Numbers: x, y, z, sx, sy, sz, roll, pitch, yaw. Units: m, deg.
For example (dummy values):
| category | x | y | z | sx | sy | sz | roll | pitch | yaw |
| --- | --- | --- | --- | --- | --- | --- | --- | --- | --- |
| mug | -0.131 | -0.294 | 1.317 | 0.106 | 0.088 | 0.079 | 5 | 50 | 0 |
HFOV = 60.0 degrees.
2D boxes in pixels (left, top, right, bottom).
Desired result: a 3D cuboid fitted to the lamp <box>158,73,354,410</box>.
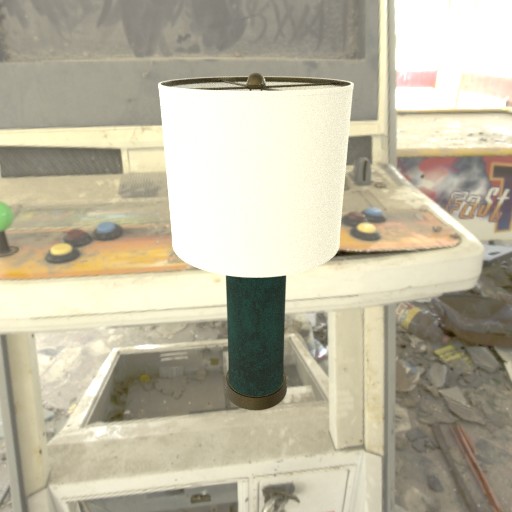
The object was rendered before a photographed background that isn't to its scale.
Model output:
| category | x | y | z | sx | sy | sz | roll | pitch | yaw |
| --- | --- | --- | --- | --- | --- | --- | --- | --- | --- |
| lamp | 0.000 | 0.000 | 0.824 | 0.301 | 0.630 | 0.301 | 8 | 27 | 17 |
